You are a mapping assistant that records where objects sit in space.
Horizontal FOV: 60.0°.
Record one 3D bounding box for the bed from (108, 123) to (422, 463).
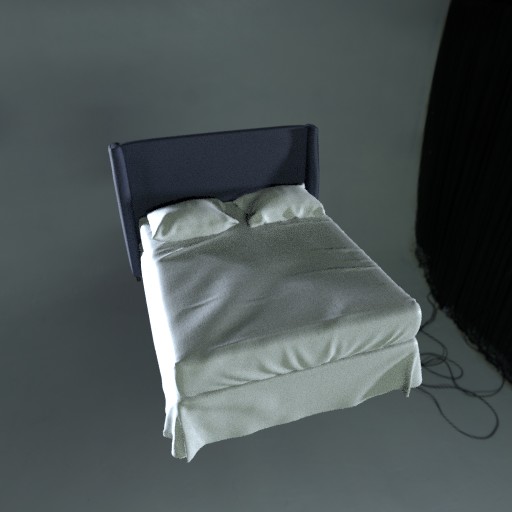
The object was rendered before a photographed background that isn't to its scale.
[{"bbox_3d":[0.000,0.000,3.468,1.925,1.332,2.276,-10,34,-15],"label":"bed"}]
